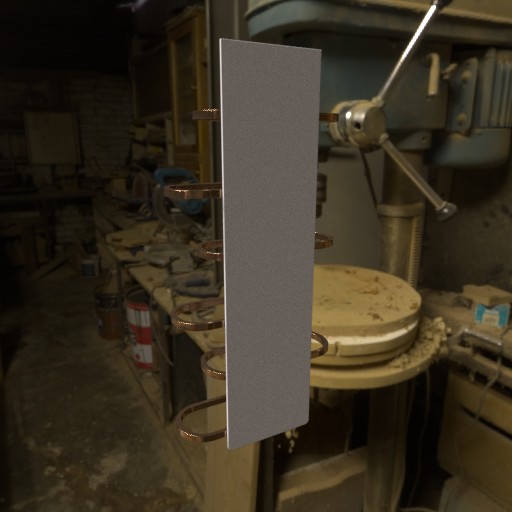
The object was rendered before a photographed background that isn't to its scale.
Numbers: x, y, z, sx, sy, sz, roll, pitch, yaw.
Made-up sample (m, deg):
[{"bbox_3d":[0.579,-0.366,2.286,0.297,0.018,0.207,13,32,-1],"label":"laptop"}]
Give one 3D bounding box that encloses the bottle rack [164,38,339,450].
[{"bbox_3d":[0.000,0.000,0.831,0.332,0.709,0.118,-8,17,-28],"label":"bottle rack"}]
